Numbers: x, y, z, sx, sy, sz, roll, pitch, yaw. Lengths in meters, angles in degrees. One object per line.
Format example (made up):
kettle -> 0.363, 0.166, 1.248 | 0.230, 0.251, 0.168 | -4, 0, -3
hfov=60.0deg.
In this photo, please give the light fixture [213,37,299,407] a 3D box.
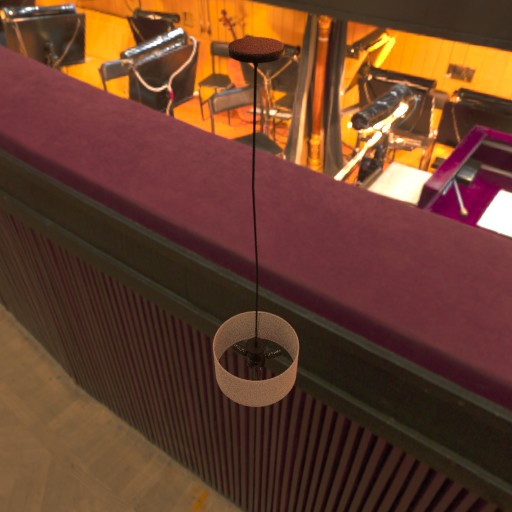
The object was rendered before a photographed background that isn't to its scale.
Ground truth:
light fixture -> 0.000, 0.000, 1.694 | 0.399, 1.516, 0.399 | 0, 42, 0
